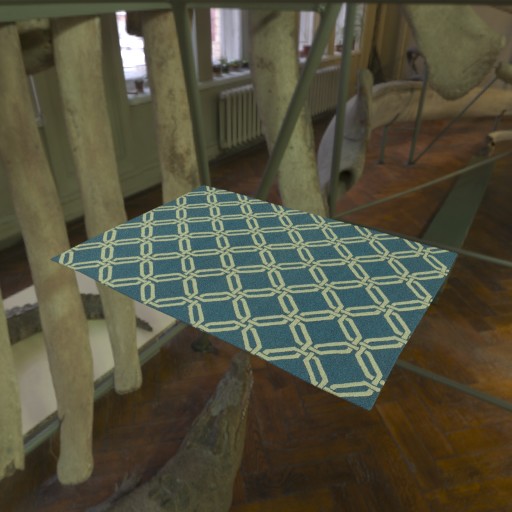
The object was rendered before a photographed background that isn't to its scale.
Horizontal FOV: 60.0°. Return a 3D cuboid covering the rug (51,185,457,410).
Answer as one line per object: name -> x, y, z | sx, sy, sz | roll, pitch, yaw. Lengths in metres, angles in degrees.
rug -> 0.000, 0.000, 2.828 | 2.135, 0.013, 1.524 | 19, 35, 29
